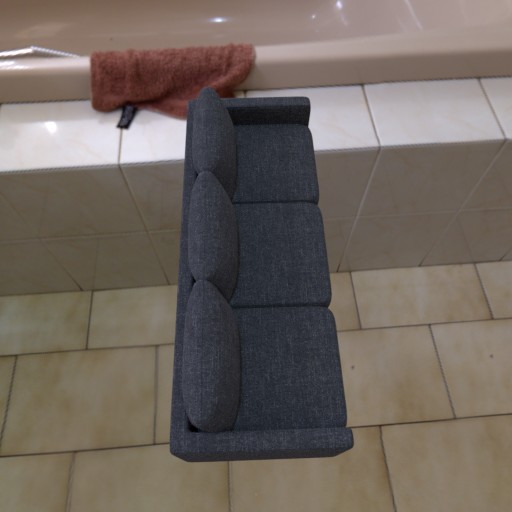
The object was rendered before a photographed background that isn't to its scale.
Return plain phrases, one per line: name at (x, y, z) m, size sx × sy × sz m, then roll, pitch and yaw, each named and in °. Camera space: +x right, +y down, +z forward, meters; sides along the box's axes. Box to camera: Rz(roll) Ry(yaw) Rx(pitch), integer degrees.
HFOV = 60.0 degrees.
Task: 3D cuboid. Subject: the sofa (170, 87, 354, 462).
sofa at (0.000, 0.000, 2.688) m, size 0.859 × 0.874 × 2.218 m, roll -2°, pitch 62°, yaw -1°
